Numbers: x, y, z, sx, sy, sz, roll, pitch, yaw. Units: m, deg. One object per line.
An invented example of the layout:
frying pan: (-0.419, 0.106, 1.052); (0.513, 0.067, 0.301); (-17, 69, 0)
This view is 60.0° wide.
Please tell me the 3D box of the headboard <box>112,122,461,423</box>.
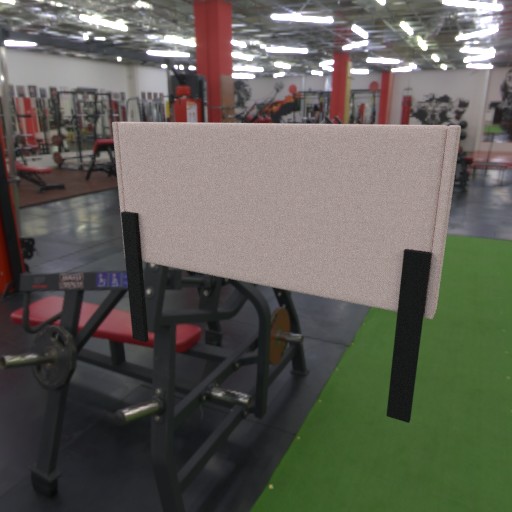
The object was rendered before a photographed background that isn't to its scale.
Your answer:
headboard: (0.000, 0.000, 2.657); (2.051, 1.524, 0.184); (9, 20, 27)
